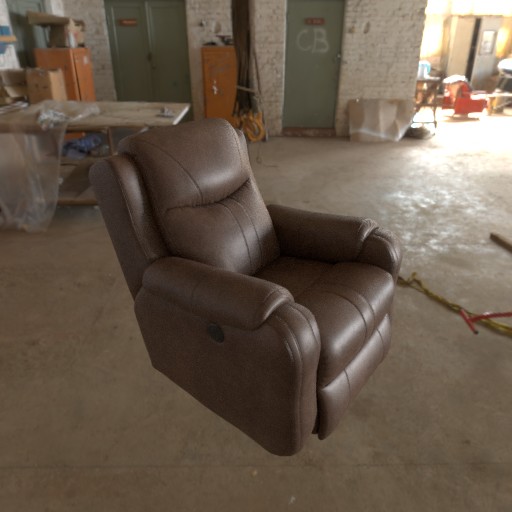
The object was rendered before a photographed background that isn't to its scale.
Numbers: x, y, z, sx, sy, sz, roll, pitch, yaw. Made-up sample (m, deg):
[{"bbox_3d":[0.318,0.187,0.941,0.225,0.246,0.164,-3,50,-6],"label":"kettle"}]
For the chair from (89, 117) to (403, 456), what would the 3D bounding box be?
[{"bbox_3d":[0.000,0.000,1.841,1.067,0.990,0.940,18,32,32],"label":"chair"}]
